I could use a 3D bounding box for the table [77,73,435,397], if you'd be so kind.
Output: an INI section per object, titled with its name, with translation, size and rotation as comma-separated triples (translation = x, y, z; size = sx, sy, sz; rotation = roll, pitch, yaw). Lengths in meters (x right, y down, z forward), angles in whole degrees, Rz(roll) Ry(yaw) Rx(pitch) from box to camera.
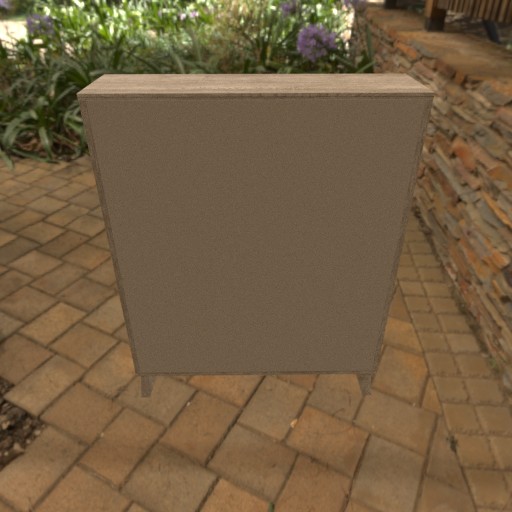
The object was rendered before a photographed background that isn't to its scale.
[table]
translation = 0.000, 0.000, 1.528
size = 0.902, 1.135, 0.256
rotation = 0, 33, -1
